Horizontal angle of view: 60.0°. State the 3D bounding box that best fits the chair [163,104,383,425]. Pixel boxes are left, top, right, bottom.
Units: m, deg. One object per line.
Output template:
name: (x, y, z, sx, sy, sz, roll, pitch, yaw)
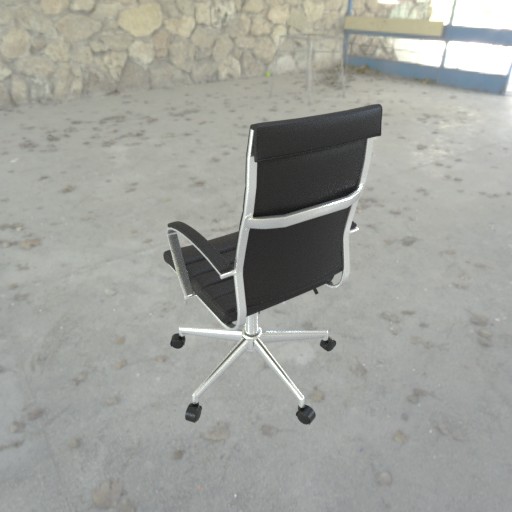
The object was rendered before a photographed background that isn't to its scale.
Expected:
chair: (0.000, 0.000, 1.659, 0.766, 1.149, 0.739, -19, 35, -29)
